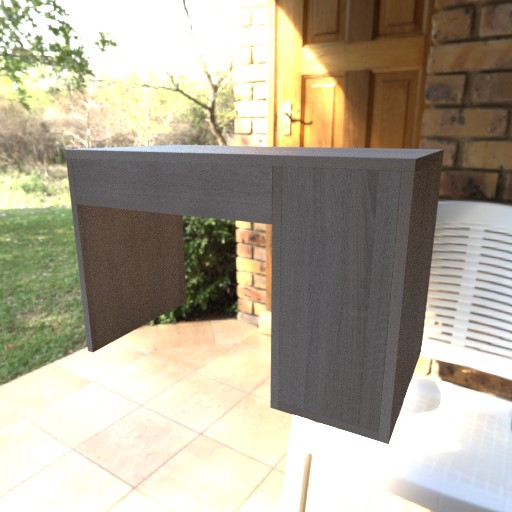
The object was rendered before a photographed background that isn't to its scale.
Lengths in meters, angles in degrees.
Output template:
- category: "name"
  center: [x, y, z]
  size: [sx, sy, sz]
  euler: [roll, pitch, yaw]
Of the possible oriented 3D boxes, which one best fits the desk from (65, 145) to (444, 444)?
- category: "desk"
  center: [0.000, 0.000, 1.561]
  size: [1.100, 0.731, 0.600]
  euler: [8, 18, 27]
